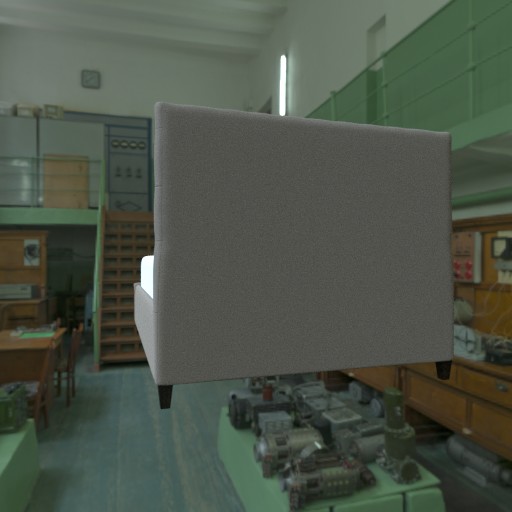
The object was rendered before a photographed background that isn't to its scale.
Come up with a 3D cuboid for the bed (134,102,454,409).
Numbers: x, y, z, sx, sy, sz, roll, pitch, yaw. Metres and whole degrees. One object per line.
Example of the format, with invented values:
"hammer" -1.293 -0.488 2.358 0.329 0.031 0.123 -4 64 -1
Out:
"bed" 0.000 0.000 3.335 1.696 1.426 2.233 0 0 -18
